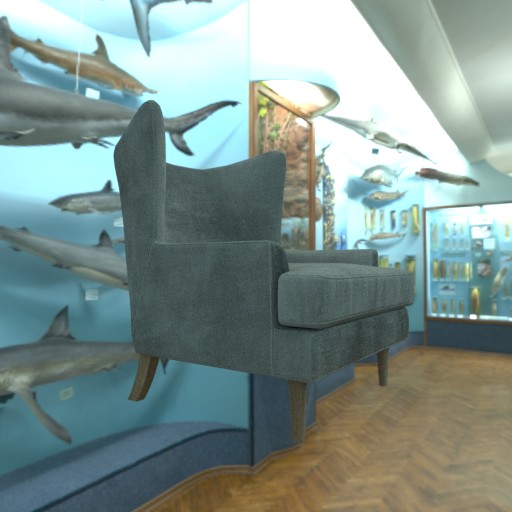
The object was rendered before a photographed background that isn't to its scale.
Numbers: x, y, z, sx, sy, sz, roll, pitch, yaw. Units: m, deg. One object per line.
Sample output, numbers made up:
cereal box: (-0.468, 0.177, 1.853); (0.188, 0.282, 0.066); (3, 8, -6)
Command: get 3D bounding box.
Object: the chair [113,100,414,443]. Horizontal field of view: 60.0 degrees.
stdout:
chair: (0.000, 0.000, 1.581); (0.906, 0.950, 0.784); (-1, -1, 35)
